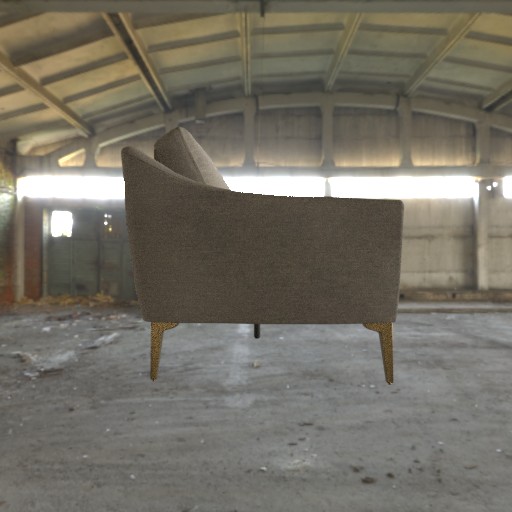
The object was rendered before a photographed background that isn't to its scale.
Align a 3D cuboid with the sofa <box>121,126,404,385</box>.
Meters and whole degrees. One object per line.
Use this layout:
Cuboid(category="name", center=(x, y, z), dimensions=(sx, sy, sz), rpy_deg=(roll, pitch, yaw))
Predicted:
Cuboid(category="sofa", center=(0.000, 0.000, 2.468), dimensions=(0.980, 0.913, 2.036), rpy_deg=(0, -1, -1))
